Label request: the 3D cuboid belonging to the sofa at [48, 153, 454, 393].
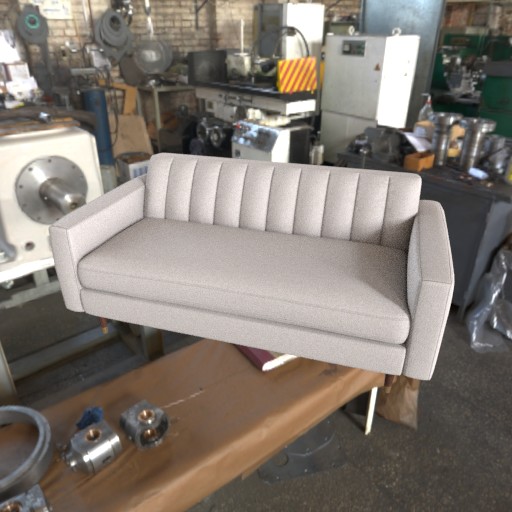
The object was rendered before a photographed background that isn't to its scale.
[{"bbox_3d":[0.000,0.000,2.425,1.895,0.814,0.969,8,28,15],"label":"sofa"}]
